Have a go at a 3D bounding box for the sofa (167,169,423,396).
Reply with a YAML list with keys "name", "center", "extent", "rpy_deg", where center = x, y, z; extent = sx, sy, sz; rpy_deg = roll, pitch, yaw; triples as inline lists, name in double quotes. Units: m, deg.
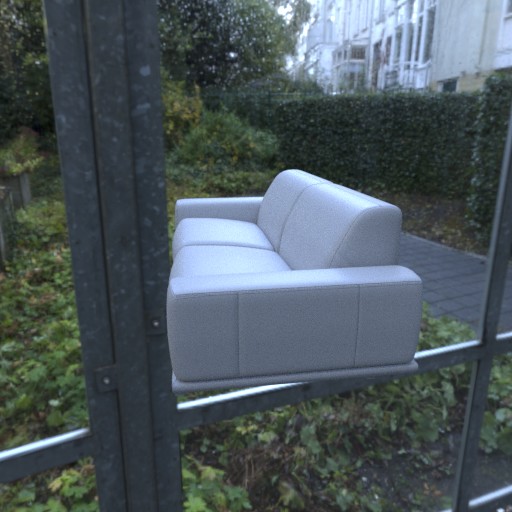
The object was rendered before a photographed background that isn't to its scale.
- name: "sofa"
  center: [0.000, 0.000, 2.368]
  extent: [0.900, 0.772, 1.901]
  rpy_deg: [-3, 17, -9]
